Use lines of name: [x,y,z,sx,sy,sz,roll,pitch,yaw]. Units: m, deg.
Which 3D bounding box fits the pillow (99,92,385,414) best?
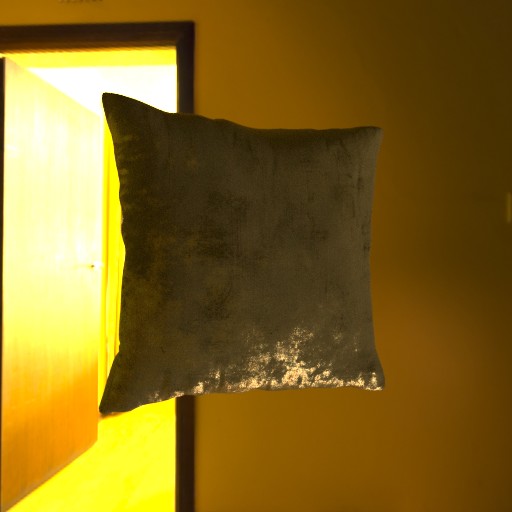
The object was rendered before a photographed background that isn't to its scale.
pillow: [0.000,0.000,0.705,0.470,0.464,0.175,0,-1,-18]
